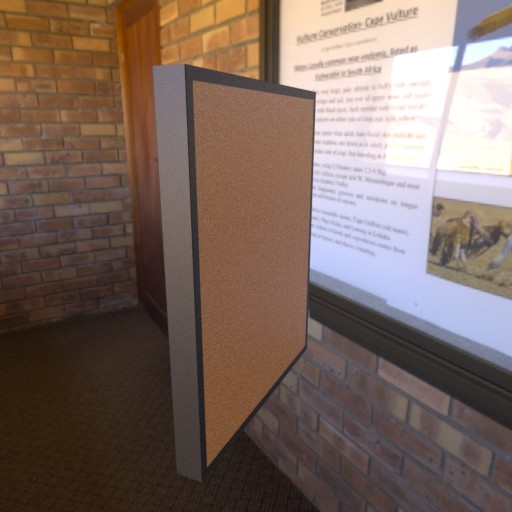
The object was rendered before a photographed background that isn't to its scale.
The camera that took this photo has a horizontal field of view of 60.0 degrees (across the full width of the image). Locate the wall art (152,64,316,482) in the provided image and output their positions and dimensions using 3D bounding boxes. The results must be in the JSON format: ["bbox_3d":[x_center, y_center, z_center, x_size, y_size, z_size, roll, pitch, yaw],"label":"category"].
[{"bbox_3d":[0.000,0.000,0.504,0.030,0.369,0.294,8,18,25],"label":"wall art"}]
